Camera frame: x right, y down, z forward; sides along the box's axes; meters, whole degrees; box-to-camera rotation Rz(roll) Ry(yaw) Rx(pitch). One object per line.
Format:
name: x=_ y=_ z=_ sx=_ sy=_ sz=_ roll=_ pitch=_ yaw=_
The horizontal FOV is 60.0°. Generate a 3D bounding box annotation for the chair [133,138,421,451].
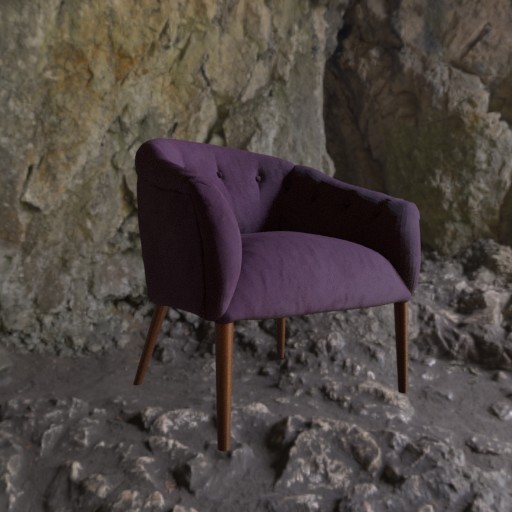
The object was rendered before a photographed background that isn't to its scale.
chair: x=0.000 y=0.000 z=1.506 sx=0.851 sy=0.885 sz=0.776 roll=-1 pitch=1 yaw=-36
